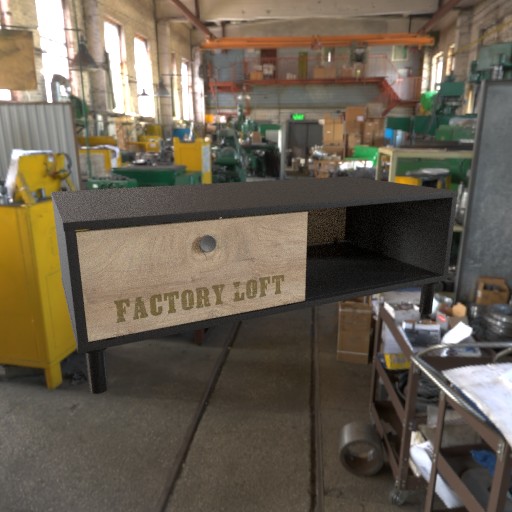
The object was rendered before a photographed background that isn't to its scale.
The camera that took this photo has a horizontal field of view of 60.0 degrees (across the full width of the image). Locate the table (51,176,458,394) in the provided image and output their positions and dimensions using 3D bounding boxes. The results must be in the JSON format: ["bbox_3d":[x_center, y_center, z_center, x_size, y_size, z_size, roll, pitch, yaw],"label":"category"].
[{"bbox_3d":[0.000,0.000,1.379,1.100,0.400,0.550,-8,17,-25],"label":"table"}]
